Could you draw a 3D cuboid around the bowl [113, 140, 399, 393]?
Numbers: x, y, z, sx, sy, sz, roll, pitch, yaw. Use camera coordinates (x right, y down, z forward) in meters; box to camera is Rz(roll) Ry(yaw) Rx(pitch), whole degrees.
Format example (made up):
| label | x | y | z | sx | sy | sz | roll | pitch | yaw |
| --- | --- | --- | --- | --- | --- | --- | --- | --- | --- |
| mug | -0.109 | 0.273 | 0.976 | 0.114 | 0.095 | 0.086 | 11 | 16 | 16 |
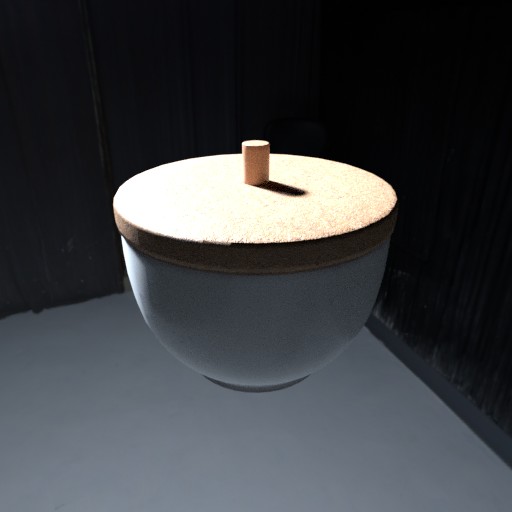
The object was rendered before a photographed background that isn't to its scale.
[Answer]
| label | x | y | z | sx | sy | sz | roll | pitch | yaw |
| --- | --- | --- | --- | --- | --- | --- | --- | --- | --- |
| bowl | 0.000 | 0.000 | 0.218 | 0.126 | 0.110 | 0.126 | 0 | 26 | 0 |
